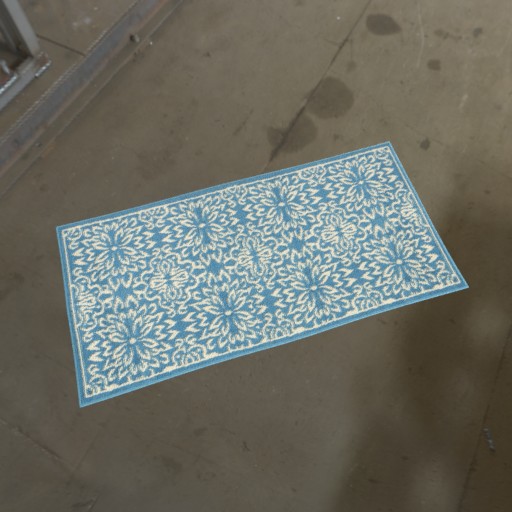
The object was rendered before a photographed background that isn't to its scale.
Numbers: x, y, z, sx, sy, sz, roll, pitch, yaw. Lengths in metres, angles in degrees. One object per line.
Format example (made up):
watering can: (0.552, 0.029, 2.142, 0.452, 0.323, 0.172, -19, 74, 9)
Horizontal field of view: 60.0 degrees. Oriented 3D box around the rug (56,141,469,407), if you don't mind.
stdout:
rug: (0.000, 0.000, 1.438, 1.219, 0.007, 0.604, -16, 66, -7)
